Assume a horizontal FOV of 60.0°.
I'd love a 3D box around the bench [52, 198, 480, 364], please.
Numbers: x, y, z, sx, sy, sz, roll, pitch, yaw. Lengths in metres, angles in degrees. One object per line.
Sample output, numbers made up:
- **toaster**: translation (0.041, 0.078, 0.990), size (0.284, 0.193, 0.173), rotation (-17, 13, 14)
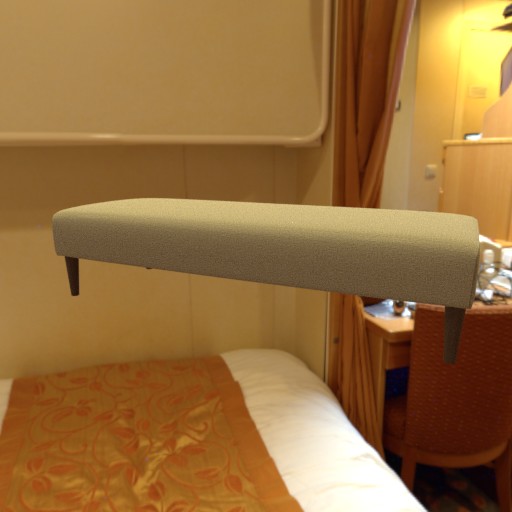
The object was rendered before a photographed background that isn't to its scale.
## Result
- **bench**: translation (0.000, 0.000, 1.811), size (1.609, 0.393, 0.646), rotation (6, 14, 24)
